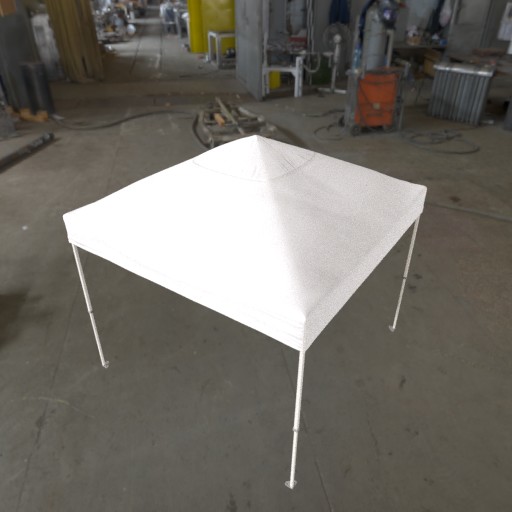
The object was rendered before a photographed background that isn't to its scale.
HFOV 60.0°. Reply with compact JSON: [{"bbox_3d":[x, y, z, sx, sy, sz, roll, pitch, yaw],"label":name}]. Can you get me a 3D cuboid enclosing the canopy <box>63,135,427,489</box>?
[{"bbox_3d":[0.000,0.000,5.438,2.998,2.997,2.996,20,38,29],"label":"canopy"}]
